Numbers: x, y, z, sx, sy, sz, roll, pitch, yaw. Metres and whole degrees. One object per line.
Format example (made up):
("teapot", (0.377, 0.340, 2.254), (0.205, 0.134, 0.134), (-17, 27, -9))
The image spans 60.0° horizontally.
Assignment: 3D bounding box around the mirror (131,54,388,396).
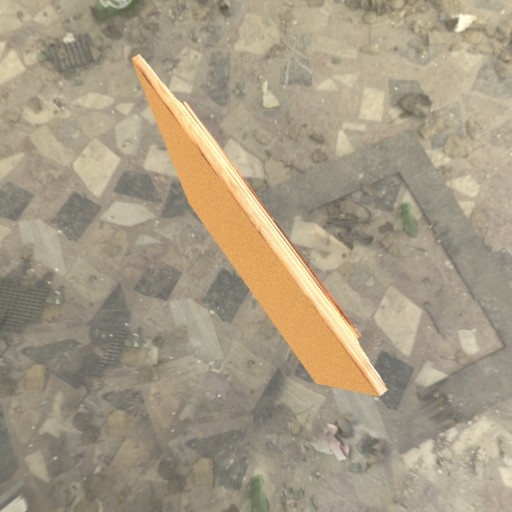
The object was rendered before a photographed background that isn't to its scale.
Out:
("mirror", (0.000, 0.000, 1.217), (0.061, 0.804, 0.804), (-34, 78, -8))
